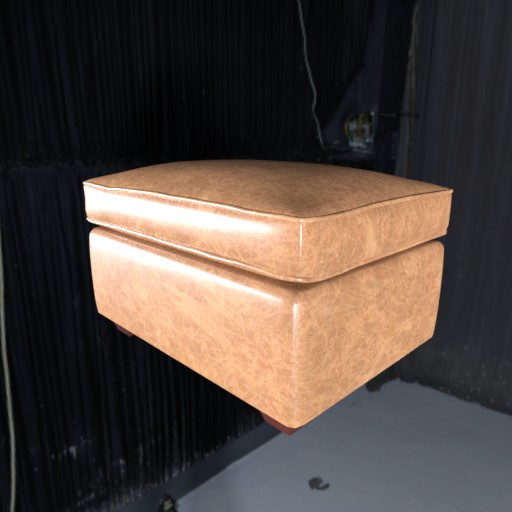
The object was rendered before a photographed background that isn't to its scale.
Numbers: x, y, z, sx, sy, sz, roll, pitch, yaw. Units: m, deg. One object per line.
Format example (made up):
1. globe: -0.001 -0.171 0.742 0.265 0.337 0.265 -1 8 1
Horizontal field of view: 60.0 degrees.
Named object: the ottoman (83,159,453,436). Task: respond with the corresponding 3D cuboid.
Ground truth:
1. ottoman: 0.000 0.000 1.115 0.554 0.468 0.756 -15 21 -42
